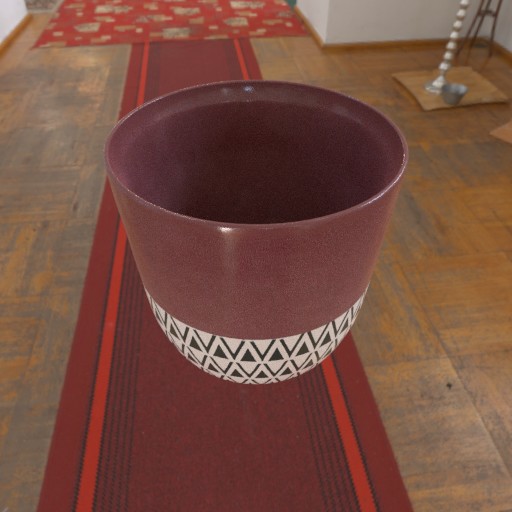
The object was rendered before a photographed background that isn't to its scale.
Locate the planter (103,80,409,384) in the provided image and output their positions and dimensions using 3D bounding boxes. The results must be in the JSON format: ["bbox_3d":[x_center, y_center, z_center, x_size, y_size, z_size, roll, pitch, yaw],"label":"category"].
[{"bbox_3d":[0.000,0.000,0.362,0.195,0.214,0.195,0,42,0],"label":"planter"}]
